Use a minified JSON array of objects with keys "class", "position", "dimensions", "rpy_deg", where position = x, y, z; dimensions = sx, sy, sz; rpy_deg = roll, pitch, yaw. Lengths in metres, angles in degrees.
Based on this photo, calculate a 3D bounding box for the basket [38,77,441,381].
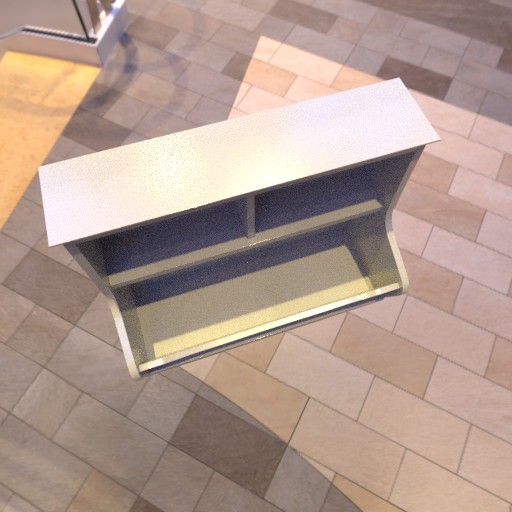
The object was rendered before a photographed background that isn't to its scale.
[{"class":"basket","position":[0.000,0.000,1.113],"dimensions":[0.780,0.600,0.350],"rpy_deg":[-16,64,-8]}]
